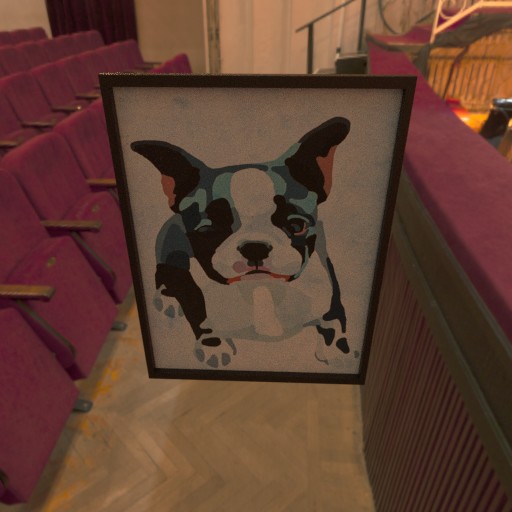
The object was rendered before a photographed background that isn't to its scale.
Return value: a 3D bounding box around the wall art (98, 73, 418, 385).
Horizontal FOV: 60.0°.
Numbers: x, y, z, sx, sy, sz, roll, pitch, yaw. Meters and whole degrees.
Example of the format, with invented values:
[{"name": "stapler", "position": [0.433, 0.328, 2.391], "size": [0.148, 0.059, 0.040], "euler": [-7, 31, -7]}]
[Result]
[{"name": "wall art", "position": [0.000, 0.000, 1.342], "size": [0.774, 1.027, 0.030], "euler": [1, 30, 2]}]
